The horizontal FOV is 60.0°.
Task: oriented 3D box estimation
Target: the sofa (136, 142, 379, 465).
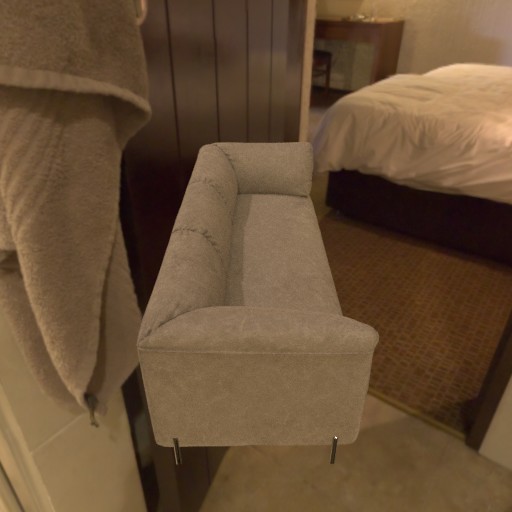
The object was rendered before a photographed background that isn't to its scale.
[{"bbox_3d":[0.000,0.000,2.668,0.899,0.758,2.238,0,32,0],"label":"sofa"}]
